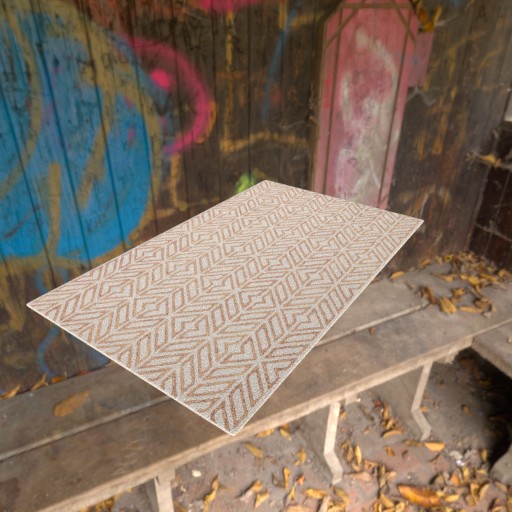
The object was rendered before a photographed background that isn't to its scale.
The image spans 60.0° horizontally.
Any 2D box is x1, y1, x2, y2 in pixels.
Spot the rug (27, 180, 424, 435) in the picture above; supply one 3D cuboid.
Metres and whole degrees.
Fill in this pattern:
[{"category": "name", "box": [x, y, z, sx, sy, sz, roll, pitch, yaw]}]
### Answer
[{"category": "rug", "box": [0.000, 0.000, 3.023, 1.523, 0.008, 2.438, 20, 36, 30]}]
